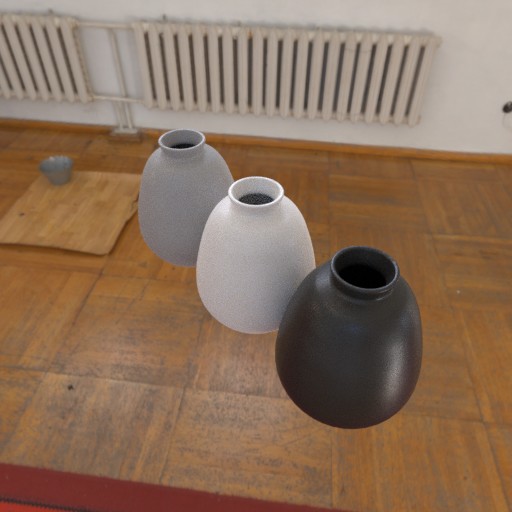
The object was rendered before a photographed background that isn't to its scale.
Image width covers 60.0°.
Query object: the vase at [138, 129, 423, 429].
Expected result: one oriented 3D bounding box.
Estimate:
[{"bbox_3d":[0.000,0.000,0.351,0.097,0.122,0.297,-27,48,-28],"label":"vase"}]
